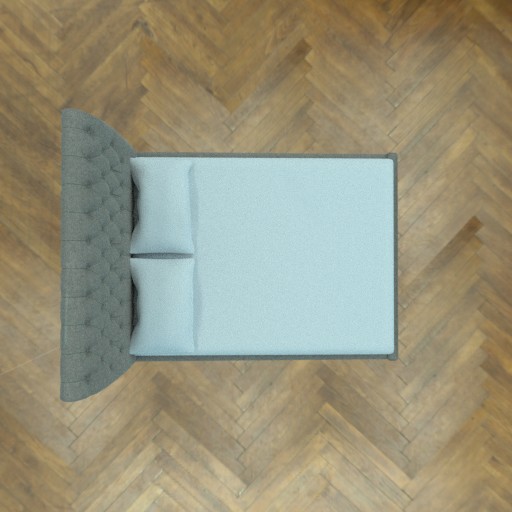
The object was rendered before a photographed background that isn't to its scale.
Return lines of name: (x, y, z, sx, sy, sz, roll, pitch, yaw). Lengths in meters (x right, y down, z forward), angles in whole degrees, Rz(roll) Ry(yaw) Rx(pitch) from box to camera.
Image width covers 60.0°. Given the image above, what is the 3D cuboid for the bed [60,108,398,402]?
bed: (0.000, 0.000, 3.173, 2.252, 1.371, 1.645, 0, 89, -1)
